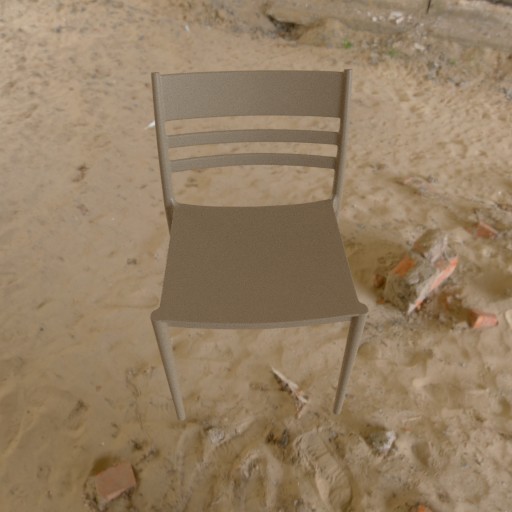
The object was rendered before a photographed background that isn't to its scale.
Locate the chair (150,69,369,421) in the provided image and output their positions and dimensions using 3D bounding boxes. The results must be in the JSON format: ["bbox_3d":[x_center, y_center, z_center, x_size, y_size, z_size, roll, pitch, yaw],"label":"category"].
[{"bbox_3d":[0.000,0.000,1.163,0.531,0.800,0.511,-2,45,-2],"label":"chair"}]
